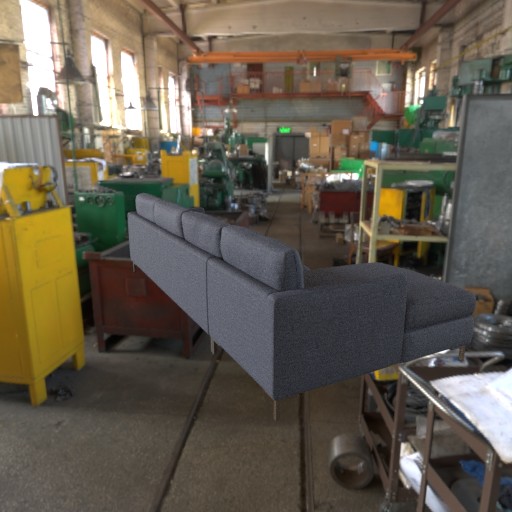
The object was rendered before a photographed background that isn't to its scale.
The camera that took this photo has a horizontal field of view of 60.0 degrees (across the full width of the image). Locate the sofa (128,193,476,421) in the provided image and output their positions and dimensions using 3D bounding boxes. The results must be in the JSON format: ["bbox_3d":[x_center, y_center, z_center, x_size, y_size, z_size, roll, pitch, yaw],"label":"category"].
[{"bbox_3d":[0.000,0.000,2.897,1.125,0.673,2.445,-7,16,-27],"label":"sofa"}]
